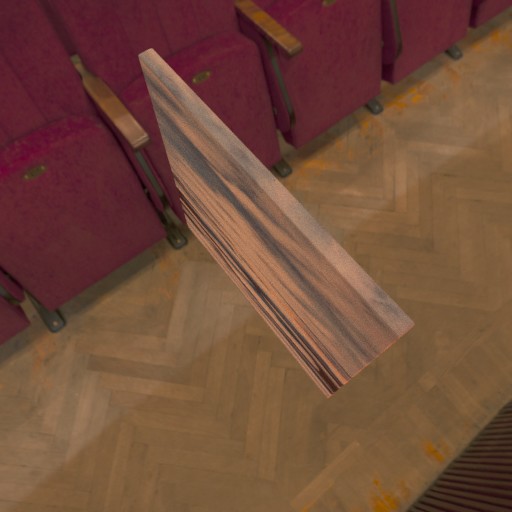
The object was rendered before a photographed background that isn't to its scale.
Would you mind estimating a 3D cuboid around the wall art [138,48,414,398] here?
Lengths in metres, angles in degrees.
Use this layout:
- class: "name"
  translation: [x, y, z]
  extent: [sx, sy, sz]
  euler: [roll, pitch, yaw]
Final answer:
- class: "wall art"
  translation: [0.000, 0.000, 1.130]
  extent: [0.035, 0.747, 0.747]
  euler: [-35, 70, -15]
